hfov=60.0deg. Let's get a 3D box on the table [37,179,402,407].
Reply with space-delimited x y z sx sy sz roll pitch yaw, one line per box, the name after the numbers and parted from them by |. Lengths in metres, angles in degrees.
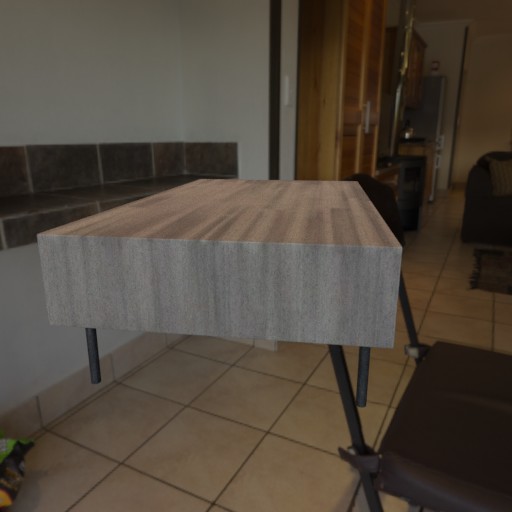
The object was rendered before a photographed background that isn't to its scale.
0.000 0.000 1.319 0.643 0.347 1.088 2 15 8 | table
